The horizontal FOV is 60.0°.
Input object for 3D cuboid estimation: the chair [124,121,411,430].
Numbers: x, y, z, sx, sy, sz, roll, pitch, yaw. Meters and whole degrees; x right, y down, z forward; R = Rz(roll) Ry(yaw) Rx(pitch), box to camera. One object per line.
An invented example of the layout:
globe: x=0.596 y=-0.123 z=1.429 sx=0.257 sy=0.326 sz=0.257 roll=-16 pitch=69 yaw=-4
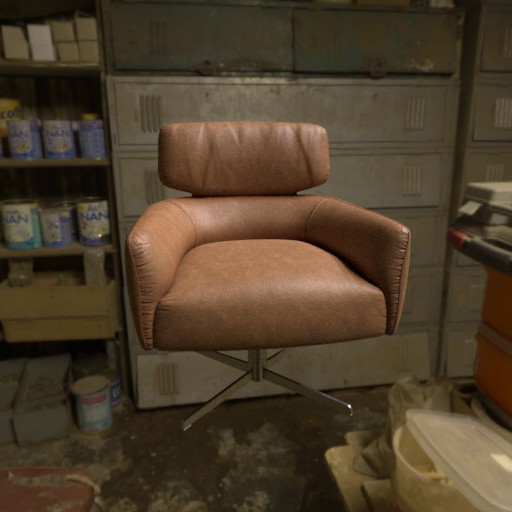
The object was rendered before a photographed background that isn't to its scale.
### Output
chair: x=0.000 y=0.000 z=1.371 sx=0.706 sy=0.812 sz=0.715 roll=-2 pitch=16 yaw=-8
